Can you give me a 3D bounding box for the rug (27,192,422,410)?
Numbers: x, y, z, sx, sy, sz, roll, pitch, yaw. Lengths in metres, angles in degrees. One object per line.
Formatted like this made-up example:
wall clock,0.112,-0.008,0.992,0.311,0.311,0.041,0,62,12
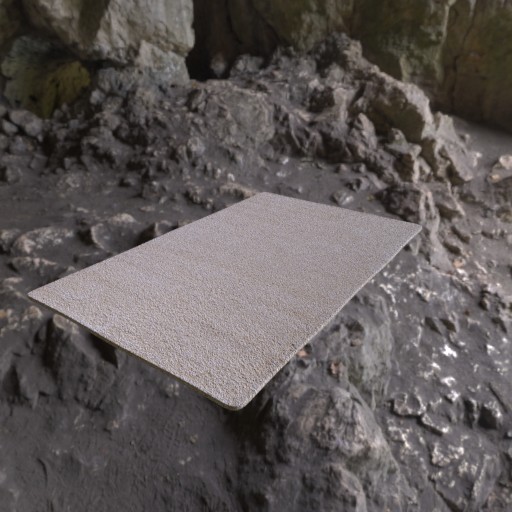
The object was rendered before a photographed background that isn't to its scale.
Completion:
rug,0.000,0.000,2.948,1.500,0.026,2.349,17,30,32
